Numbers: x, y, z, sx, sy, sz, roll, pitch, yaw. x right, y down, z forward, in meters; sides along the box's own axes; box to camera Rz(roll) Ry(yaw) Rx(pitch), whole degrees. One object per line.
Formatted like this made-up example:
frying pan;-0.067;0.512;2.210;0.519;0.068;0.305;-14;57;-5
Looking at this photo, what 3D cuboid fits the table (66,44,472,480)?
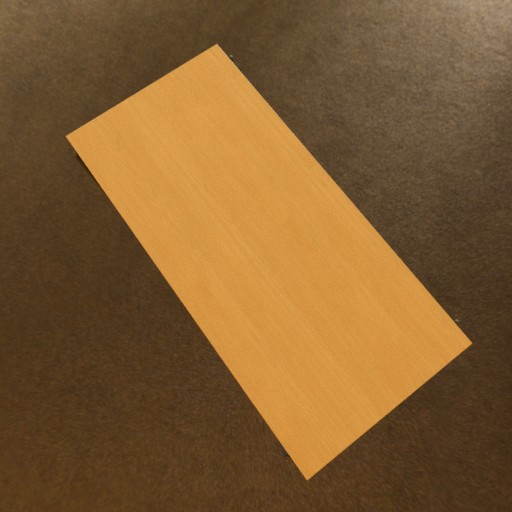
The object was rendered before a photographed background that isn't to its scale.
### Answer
table;0.000;0.000;2.287;0.900;0.758;1.800;-36;78;-9
